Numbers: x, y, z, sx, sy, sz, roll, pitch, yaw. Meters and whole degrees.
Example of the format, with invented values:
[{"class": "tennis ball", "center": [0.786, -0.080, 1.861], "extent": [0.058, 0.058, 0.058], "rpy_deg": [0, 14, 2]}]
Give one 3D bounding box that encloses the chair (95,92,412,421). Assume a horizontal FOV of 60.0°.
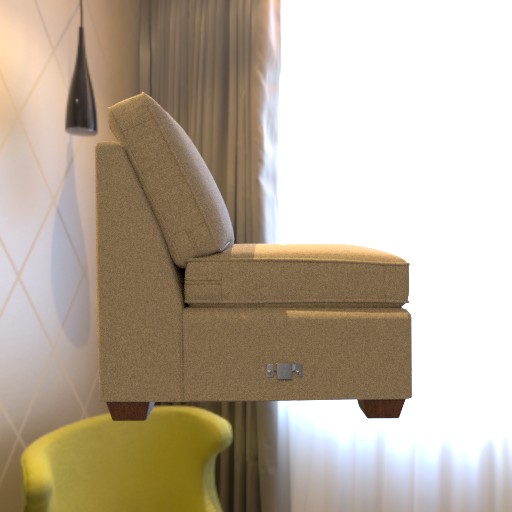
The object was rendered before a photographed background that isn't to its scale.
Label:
[{"class": "chair", "center": [0.000, 0.000, 1.718], "extent": [1.020, 1.058, 0.674], "rpy_deg": [0, 1, -1]}]
